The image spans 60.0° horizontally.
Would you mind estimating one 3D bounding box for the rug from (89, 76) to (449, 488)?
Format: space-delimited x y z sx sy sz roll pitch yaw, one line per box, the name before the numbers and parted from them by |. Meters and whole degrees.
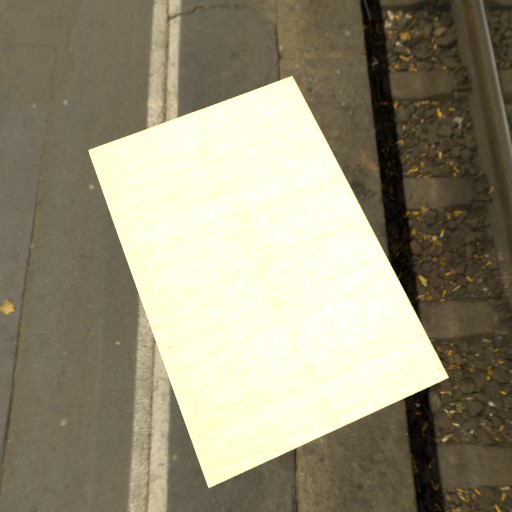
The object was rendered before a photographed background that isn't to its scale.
rug | 0.000 0.000 2.307 1.250 0.015 1.850 -22 76 -6
